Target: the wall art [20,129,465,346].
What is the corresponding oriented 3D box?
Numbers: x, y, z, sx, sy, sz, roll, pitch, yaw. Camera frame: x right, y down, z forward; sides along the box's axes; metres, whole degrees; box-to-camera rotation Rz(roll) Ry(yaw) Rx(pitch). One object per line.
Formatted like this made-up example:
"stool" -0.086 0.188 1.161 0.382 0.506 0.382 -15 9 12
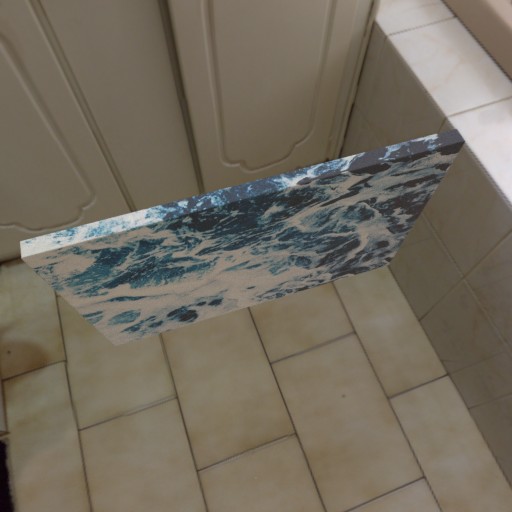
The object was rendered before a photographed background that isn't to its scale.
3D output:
"wall art" 0.000 0.000 1.152 0.915 0.610 0.042 -16 65 -8
